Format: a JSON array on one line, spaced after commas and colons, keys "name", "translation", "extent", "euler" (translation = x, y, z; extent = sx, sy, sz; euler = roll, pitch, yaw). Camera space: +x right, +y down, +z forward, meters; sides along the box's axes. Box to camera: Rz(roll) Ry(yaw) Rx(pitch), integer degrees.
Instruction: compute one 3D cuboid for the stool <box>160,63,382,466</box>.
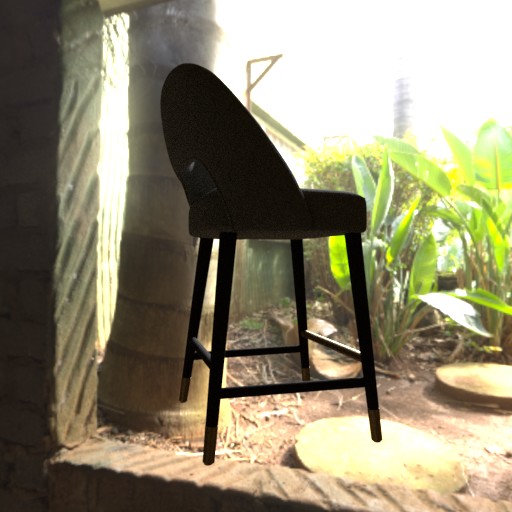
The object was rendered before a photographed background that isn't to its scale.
[{"name": "stool", "translation": [0.000, 0.000, 1.246], "extent": [0.524, 0.925, 0.536], "euler": [0, 0, -17]}]
